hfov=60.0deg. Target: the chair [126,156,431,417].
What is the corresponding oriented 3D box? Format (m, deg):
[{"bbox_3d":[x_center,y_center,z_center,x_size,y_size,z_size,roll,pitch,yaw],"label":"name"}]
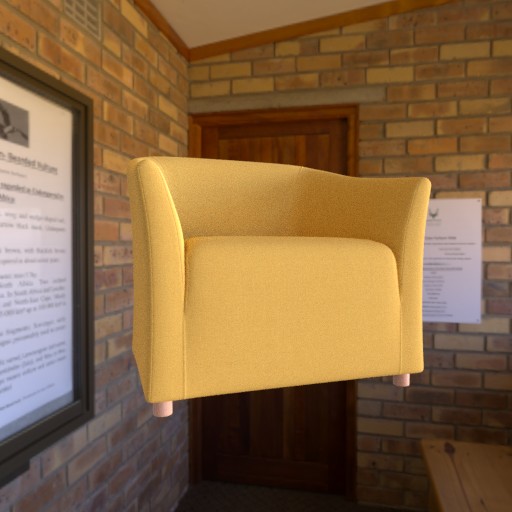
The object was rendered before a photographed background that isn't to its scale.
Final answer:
[{"bbox_3d":[0.000,0.000,1.410,0.790,0.720,0.700,0,1,-19],"label":"chair"}]
